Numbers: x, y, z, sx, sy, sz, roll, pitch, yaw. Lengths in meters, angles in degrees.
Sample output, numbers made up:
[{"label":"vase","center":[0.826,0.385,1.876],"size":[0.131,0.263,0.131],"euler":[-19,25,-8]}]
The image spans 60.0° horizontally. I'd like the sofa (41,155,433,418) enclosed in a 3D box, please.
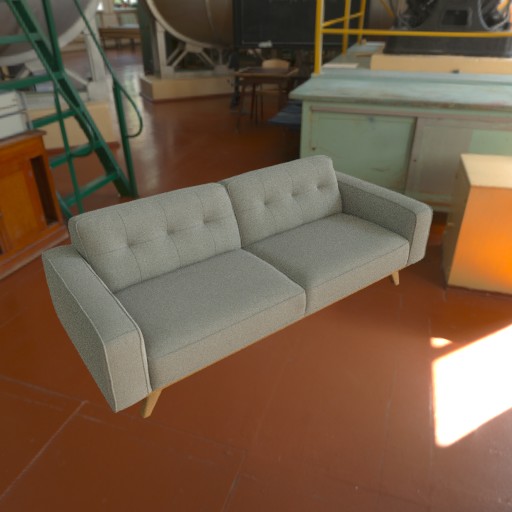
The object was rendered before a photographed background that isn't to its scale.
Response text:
[{"label":"sofa","center":[0.000,0.000,2.744],"size":[2.270,0.781,0.956],"euler":[-21,36,-31]}]
